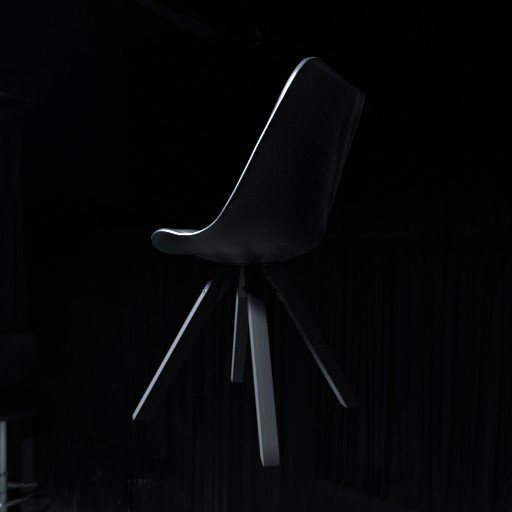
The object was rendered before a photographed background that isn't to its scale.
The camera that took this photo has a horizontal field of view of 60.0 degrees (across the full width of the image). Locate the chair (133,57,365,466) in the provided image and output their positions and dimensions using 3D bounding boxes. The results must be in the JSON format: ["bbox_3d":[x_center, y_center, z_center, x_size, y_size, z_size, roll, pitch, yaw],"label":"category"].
[{"bbox_3d":[0.000,0.000,1.181,0.530,0.850,0.485,1,1,36],"label":"chair"}]
